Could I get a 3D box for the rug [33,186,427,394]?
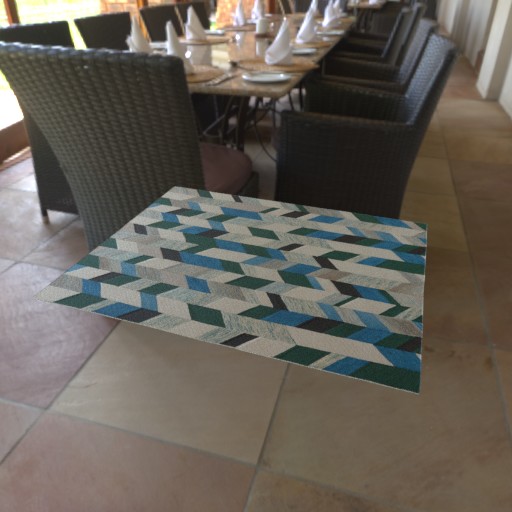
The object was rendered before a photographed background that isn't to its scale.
[{"bbox_3d":[0.000,0.000,4.178,3.036,0.008,2.440,11,33,16],"label":"rug"}]
